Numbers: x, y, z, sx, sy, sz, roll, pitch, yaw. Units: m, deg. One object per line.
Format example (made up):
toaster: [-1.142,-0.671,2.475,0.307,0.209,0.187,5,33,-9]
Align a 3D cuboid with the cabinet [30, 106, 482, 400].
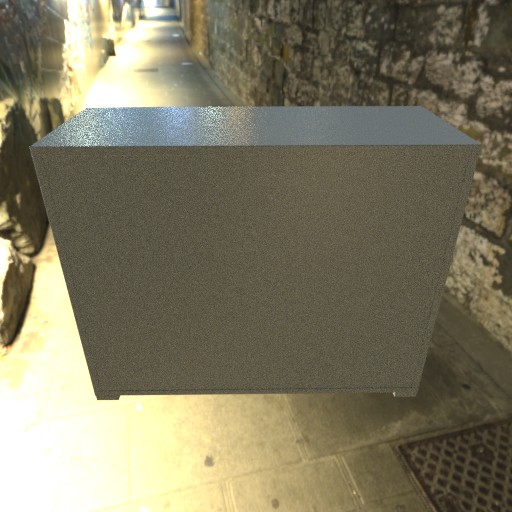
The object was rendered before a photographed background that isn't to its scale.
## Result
cabinet: [0.000,0.000,1.354,1.000,0.800,0.400,0,30,-1]
